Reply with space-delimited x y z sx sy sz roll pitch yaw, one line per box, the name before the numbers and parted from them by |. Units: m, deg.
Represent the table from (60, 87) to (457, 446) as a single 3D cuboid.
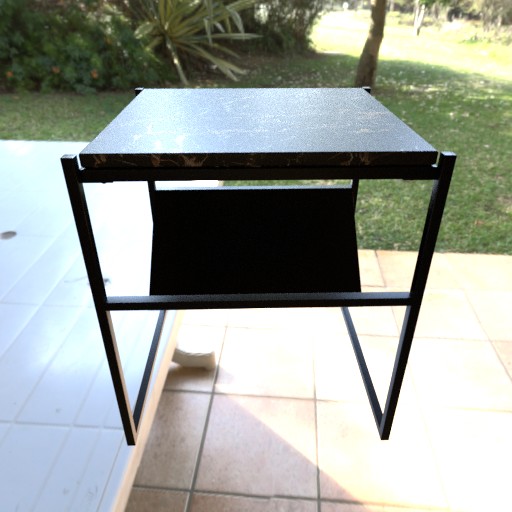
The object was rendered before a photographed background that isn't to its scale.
table | 0.000 0.000 0.844 0.469 0.534 0.432 -1 31 -1
